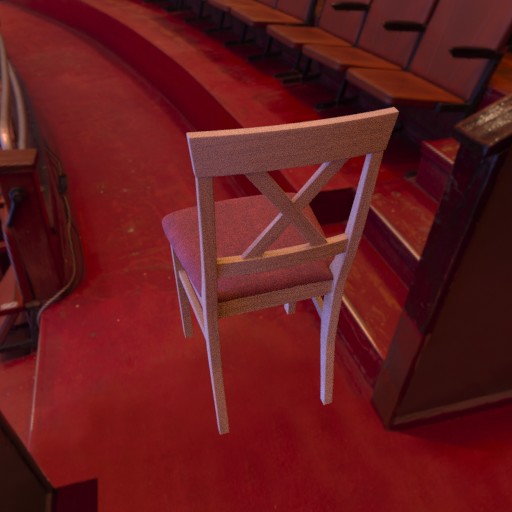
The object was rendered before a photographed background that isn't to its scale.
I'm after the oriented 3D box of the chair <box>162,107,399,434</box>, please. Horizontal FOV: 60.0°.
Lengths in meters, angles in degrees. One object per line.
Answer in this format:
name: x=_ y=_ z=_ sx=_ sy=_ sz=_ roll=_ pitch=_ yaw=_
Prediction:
chair: x=0.000 y=0.000 z=1.182 sx=0.439 sy=0.912 sz=0.492 roll=-11 pitch=40 yaw=-13
